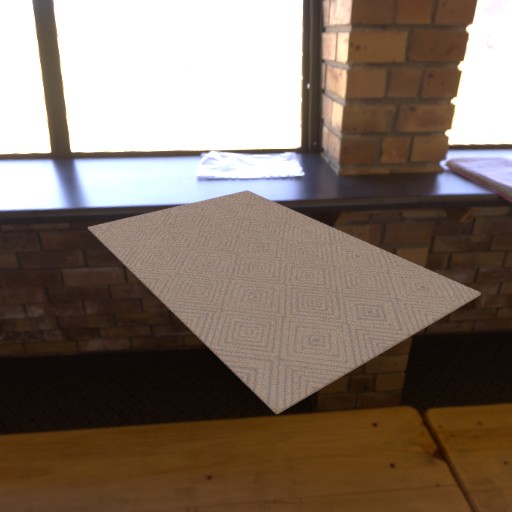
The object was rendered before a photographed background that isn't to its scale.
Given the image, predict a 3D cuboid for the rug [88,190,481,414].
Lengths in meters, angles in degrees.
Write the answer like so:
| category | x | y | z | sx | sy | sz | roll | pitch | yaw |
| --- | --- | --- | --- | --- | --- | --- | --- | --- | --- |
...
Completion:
| category | x | y | z | sx | sy | sz | roll | pitch | yaw |
| --- | --- | --- | --- | --- | --- | --- | --- | --- | --- |
| rug | 0.000 | 0.000 | 2.252 | 1.143 | 0.008 | 1.753 | -18 | 32 | -32 |
